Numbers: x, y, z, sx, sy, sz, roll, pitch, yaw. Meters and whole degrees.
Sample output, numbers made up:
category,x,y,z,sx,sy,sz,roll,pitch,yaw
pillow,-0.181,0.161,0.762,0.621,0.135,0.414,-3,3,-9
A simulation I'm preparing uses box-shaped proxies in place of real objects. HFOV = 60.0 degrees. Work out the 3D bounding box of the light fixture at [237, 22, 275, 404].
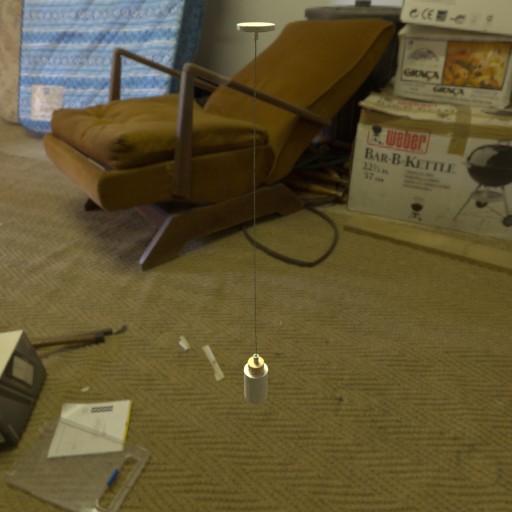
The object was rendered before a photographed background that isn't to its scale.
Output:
category,x,y,z,sx,sy,sz,roll,pitch,yaw
light fixture,0.000,0.000,1.932,0.125,1.798,0.125,1,33,1
